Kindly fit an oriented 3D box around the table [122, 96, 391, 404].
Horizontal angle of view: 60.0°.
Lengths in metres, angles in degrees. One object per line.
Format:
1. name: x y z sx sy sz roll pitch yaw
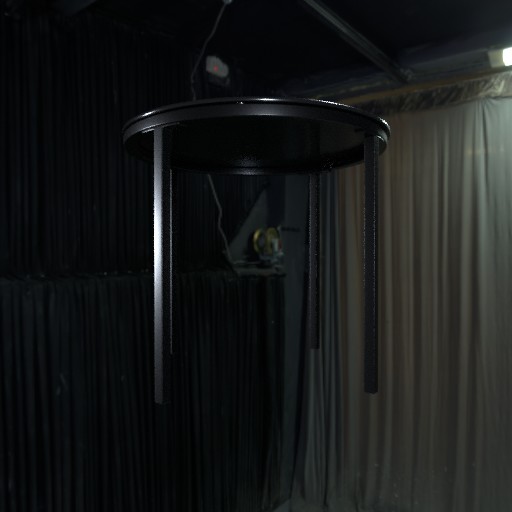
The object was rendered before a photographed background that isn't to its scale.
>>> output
1. table: 0.000 0.000 0.861 0.499 0.443 0.499 0 0 0
